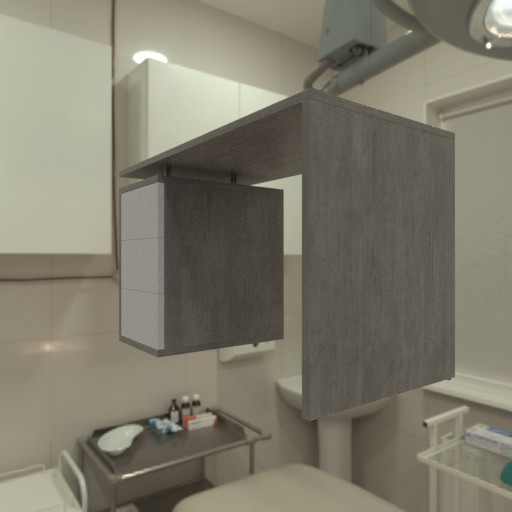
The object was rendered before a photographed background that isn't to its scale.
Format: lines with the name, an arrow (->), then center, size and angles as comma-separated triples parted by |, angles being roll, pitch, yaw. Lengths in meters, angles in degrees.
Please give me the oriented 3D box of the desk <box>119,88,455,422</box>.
desk -> 0.000, 0.000, 1.636 | 0.600, 0.740, 1.200 | 0, 0, -37
